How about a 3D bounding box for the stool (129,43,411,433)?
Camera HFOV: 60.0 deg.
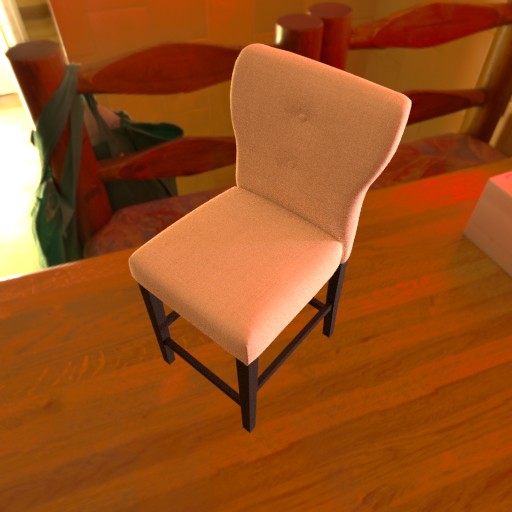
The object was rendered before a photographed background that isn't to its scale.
[{"bbox_3d":[0.000,0.000,1.341,0.514,0.972,0.603,32,55,26],"label":"stool"}]
